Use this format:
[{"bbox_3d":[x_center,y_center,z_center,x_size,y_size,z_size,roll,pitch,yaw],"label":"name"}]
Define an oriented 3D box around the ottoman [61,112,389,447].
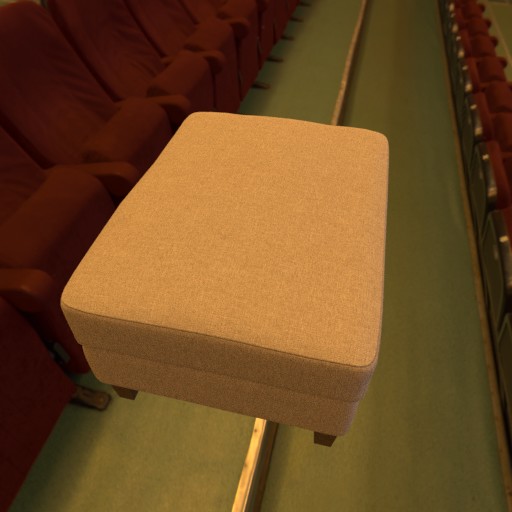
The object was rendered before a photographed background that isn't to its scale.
[{"bbox_3d":[0.000,0.000,1.303,0.677,0.519,0.898,9,45,9],"label":"ottoman"}]
